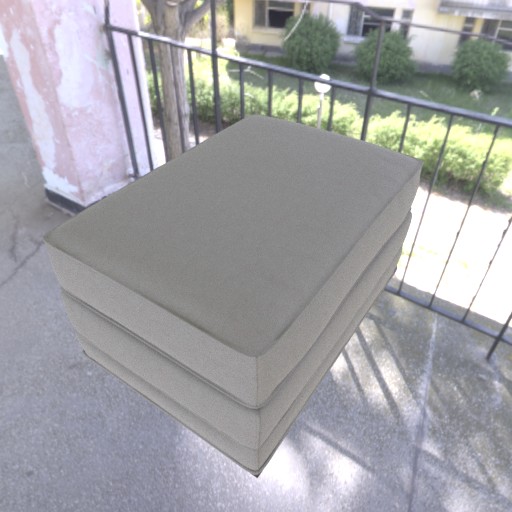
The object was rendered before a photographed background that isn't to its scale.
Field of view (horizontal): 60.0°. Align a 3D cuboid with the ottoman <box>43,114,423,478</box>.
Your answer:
[{"bbox_3d":[0.000,0.000,1.211,0.611,0.482,0.848,24,46,26],"label":"ottoman"}]
